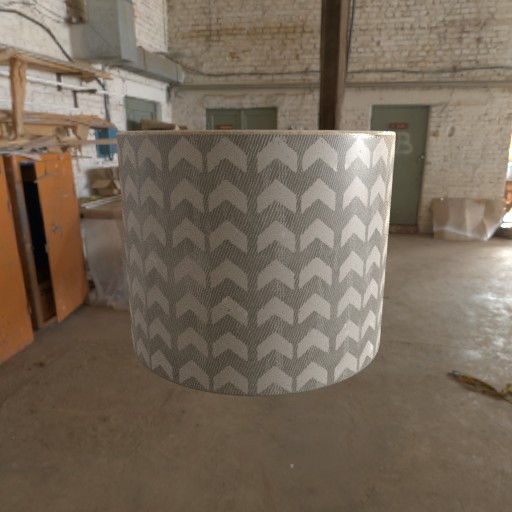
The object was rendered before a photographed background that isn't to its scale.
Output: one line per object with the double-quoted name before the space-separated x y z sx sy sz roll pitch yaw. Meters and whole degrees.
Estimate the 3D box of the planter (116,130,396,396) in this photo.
"planter" 0.000 0.000 0.338 0.190 0.181 0.190 0 15 0
